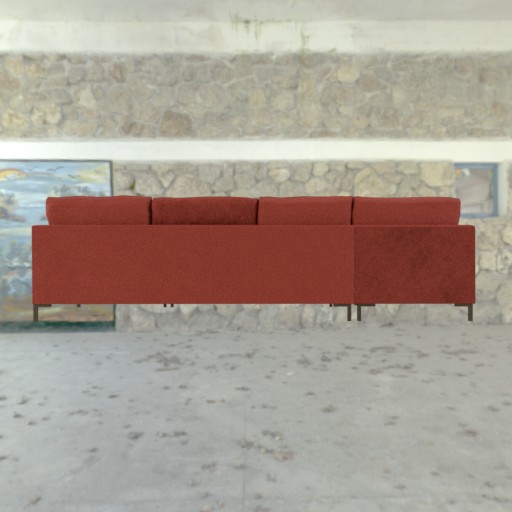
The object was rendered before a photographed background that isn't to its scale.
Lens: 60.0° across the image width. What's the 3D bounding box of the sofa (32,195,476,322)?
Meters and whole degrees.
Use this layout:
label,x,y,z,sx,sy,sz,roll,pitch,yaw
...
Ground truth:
label,x,y,z,sx,sy,sz,roll,pitch,yaw
sofa,0.000,0.000,4.086,3.400,0.967,1.500,0,1,0
